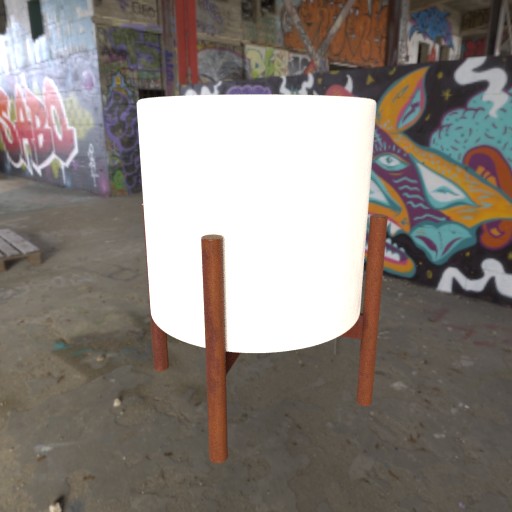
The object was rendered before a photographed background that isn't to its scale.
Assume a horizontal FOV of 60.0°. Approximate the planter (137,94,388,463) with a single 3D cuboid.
[{"bbox_3d":[0.000,0.000,0.883,0.421,0.581,0.420,-8,18,-24],"label":"planter"}]
